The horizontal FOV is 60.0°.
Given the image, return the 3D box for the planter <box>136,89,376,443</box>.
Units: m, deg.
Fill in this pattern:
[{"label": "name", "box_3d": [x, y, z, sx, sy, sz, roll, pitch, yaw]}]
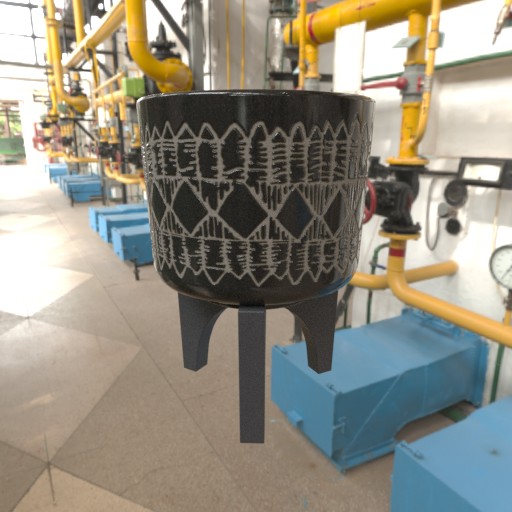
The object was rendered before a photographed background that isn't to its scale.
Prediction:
[{"label": "planter", "box_3d": [0.000, 0.000, 0.269, 0.129, 0.177, 0.129, 0, 15, 0]}]
